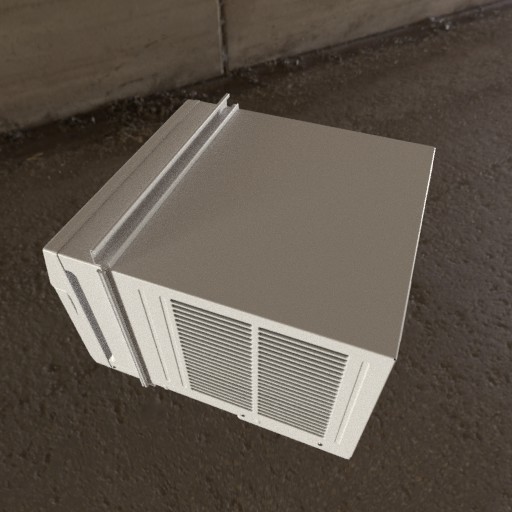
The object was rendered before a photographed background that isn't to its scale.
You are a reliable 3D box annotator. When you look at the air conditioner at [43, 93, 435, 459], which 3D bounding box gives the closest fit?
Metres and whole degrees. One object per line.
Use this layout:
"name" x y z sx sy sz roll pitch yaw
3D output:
"air conditioner" 0.000 0.000 0.869 0.546 0.388 0.503 16 49 14
